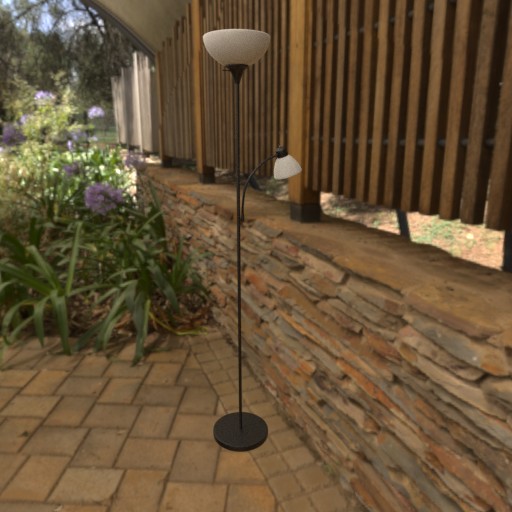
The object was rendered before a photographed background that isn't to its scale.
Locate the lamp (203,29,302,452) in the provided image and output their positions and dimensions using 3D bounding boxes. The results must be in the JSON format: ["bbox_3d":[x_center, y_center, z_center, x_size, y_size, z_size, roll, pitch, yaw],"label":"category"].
[{"bbox_3d":[0.000,0.000,2.016,0.442,1.804,0.279,-7,16,-26],"label":"lamp"}]
